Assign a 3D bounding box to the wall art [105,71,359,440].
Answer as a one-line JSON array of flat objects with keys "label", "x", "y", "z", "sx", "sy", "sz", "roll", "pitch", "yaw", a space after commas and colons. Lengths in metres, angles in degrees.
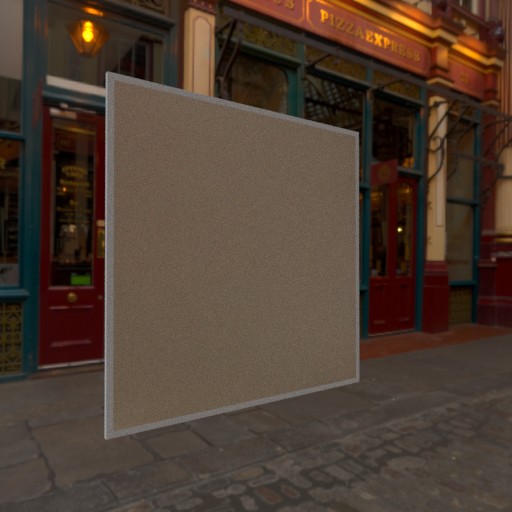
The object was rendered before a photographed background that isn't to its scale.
[{"label": "wall art", "x": 0.000, "y": 0.000, "z": 0.682, "sx": 0.456, "sy": 0.456, "sz": 0.007, "roll": 0, "pitch": -1, "yaw": -35}]
